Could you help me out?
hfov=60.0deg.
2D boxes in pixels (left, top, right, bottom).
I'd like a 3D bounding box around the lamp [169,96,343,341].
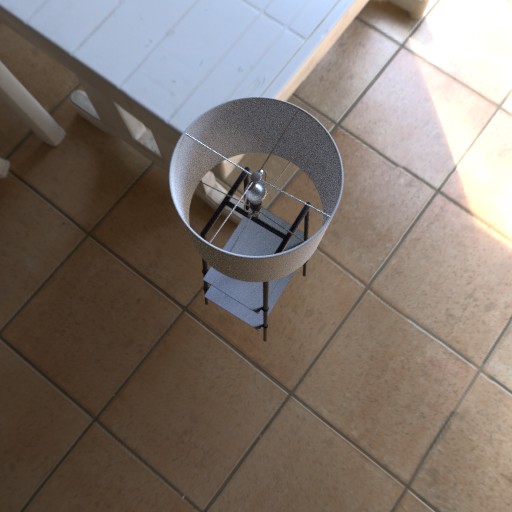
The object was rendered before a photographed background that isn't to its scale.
[{"bbox_3d":[0.000,0.000,1.666,0.384,1.474,0.427,31,78,7],"label":"lamp"}]
